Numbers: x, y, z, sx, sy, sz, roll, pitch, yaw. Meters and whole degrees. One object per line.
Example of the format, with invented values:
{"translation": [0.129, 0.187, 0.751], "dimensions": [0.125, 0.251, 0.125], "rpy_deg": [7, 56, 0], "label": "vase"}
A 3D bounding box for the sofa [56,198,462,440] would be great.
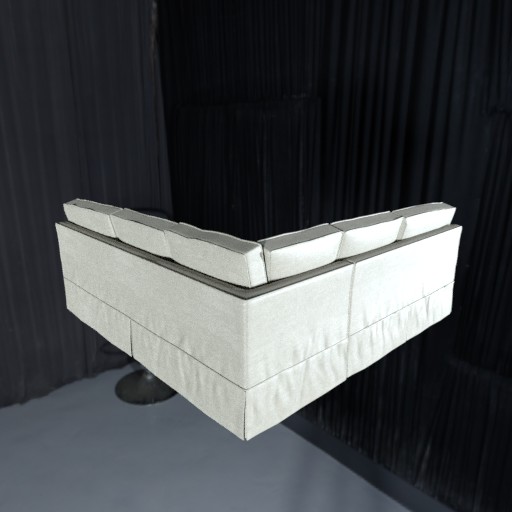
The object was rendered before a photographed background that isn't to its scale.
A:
{"translation": [0.000, 0.000, 4.061], "dimensions": [2.618, 1.081, 2.623], "rpy_deg": [-15, 22, -41], "label": "sofa"}
